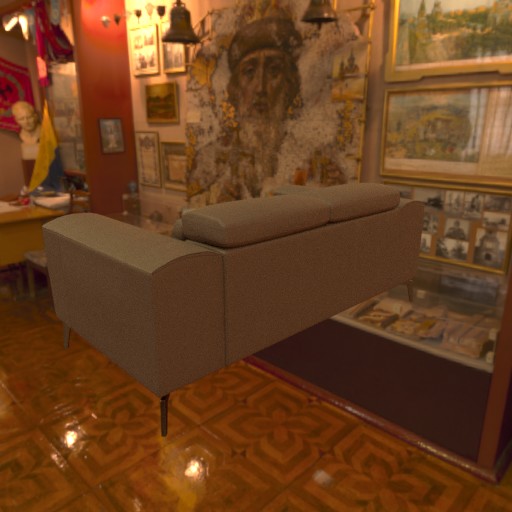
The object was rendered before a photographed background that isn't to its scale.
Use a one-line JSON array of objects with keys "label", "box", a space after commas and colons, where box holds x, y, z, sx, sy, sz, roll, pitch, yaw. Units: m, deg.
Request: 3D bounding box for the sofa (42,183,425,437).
[{"label": "sofa", "box": [0.000, 0.000, 2.430, 1.895, 0.779, 1.003, -15, 22, -42]}]
